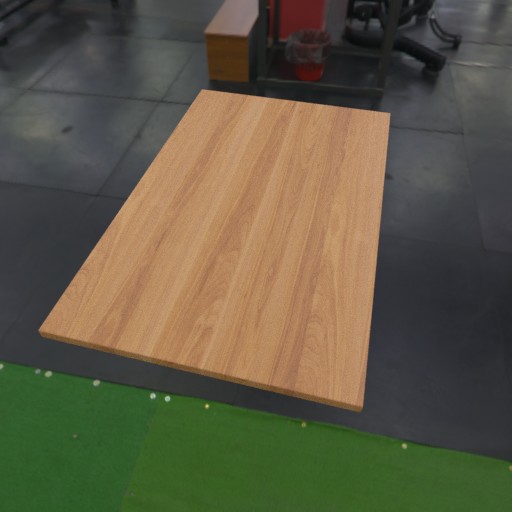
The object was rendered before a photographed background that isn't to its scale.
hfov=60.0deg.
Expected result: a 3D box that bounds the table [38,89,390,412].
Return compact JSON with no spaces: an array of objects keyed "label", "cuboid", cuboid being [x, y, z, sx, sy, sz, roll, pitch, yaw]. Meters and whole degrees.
[{"label":"table","cuboid":[0.000,0.000,1.451,0.700,0.510,1.100,11,49,9]}]
